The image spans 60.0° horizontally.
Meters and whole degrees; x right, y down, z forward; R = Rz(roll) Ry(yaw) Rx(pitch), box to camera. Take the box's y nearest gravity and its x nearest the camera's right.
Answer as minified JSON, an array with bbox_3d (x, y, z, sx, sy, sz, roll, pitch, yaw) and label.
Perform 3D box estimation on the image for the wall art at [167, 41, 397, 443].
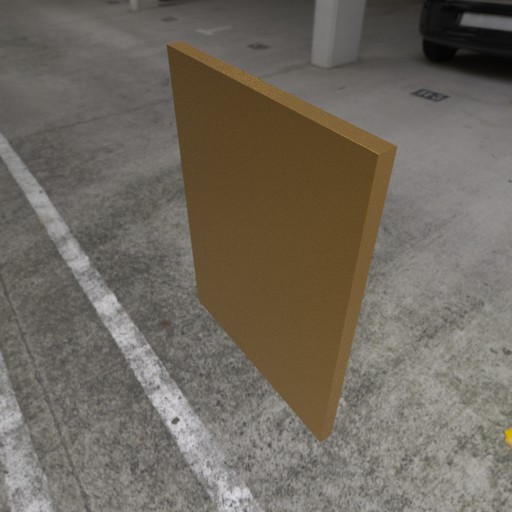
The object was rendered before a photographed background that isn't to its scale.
[{"bbox_3d":[0.000,0.000,1.053,0.038,0.812,0.610,-26,47,-26],"label":"wall art"}]
